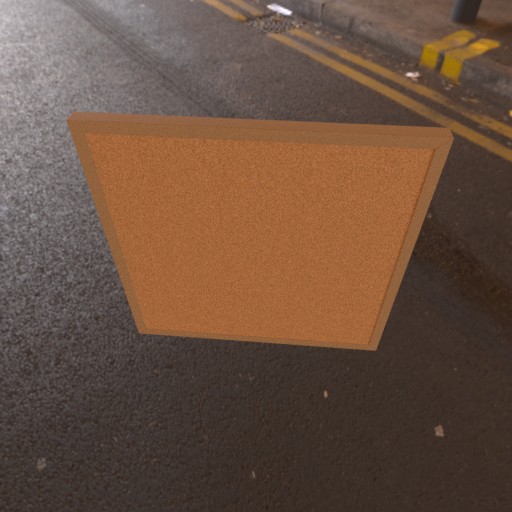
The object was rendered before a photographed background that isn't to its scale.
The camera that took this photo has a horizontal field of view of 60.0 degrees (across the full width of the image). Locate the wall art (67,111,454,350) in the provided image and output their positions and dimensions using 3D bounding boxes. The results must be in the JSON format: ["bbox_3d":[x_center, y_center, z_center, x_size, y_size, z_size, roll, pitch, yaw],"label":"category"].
[{"bbox_3d":[0.000,0.000,1.156,0.761,0.761,0.037,4,47,3],"label":"wall art"}]
